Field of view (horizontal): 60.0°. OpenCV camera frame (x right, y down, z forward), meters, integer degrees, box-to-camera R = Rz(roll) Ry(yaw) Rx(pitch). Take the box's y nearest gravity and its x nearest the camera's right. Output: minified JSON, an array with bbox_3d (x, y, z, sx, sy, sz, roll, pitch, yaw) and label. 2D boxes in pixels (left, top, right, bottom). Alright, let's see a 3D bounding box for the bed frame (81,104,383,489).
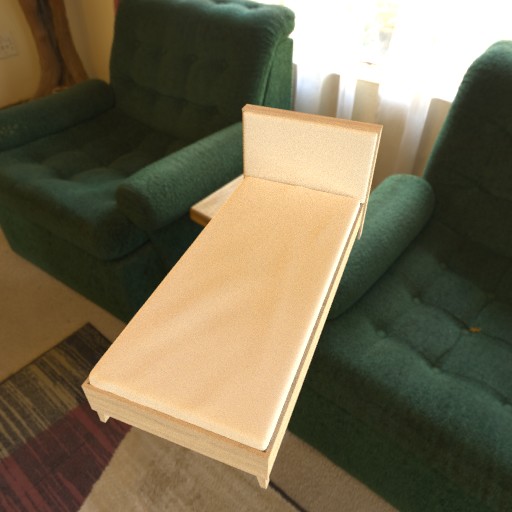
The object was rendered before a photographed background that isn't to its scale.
[{"bbox_3d":[0.000,0.000,2.668,0.990,0.920,2.140,15,43,16],"label":"bed frame"}]
